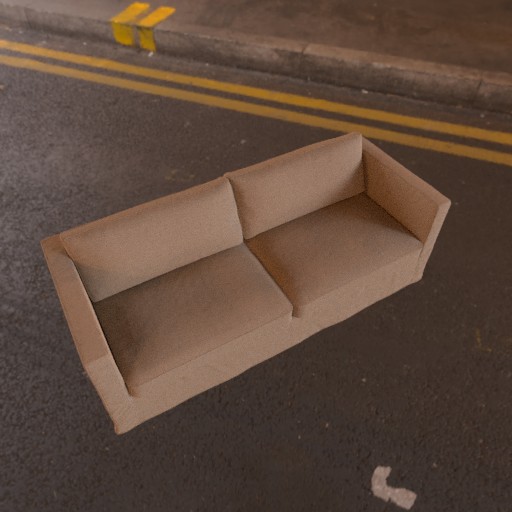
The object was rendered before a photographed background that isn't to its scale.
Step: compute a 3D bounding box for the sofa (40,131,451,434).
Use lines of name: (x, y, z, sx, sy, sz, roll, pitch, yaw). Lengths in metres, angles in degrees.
sofa: (0.000, 0.000, 2.786, 2.296, 0.847, 0.956, -23, 51, -20)
